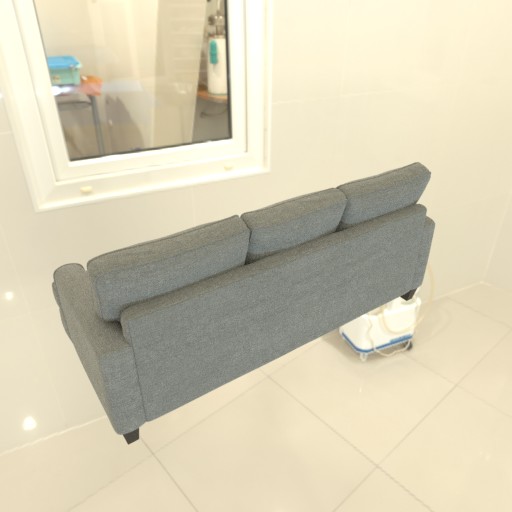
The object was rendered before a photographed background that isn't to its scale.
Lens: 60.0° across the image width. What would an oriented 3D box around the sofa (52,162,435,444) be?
[{"bbox_3d":[0.000,0.000,2.645,2.158,0.965,0.951,-19,36,-29],"label":"sofa"}]
